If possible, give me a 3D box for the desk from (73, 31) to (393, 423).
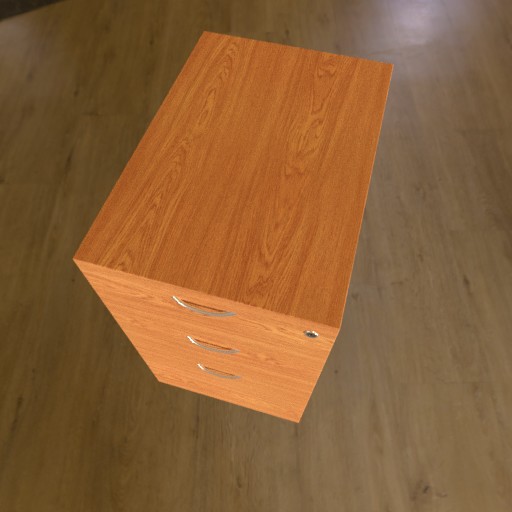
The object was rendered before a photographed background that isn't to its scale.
[{"bbox_3d":[0.000,0.000,1.087,0.404,0.730,0.600,14,60,8],"label":"desk"}]
